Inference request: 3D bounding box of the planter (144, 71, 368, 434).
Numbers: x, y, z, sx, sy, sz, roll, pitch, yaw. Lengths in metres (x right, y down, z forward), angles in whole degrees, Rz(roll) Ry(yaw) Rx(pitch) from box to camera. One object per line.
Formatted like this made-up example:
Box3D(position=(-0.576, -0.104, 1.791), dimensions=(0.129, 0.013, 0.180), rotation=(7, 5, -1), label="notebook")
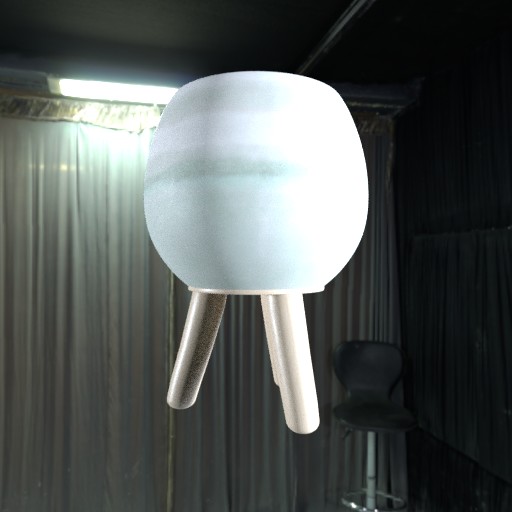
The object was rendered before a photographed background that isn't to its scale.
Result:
Box3D(position=(0.000, 0.000, 0.329), dimensions=(0.161, 0.224, 0.161), rotation=(0, 0, 0), label="planter")
